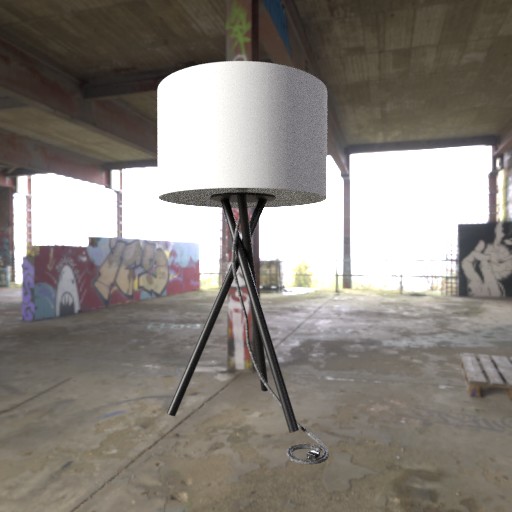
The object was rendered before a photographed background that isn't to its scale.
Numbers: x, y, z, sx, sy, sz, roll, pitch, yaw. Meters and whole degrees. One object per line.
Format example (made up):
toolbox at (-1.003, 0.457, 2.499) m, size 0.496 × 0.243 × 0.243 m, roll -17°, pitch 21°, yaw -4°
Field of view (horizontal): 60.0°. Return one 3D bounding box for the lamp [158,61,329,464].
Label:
lamp at (0.000, 0.000, 0.921) m, size 0.422 × 0.674 × 0.353 m, roll 0°, pitch 1°, yaw 37°
